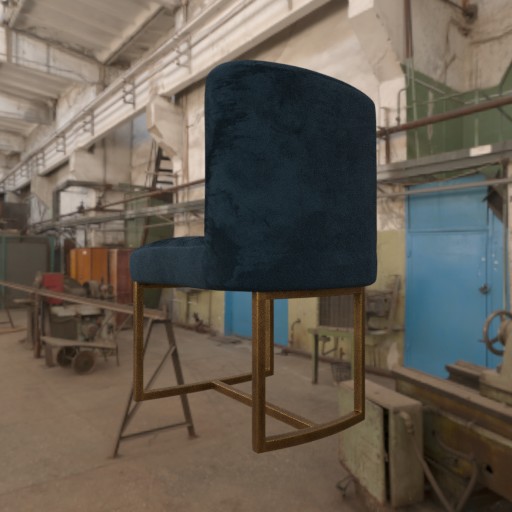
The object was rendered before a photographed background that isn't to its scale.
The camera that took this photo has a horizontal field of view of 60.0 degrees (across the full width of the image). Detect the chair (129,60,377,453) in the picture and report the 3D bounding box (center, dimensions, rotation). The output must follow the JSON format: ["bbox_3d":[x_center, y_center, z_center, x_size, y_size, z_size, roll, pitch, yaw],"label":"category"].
[{"bbox_3d":[0.000,0.000,1.207,0.530,0.824,0.560,0,0,-36],"label":"chair"}]
